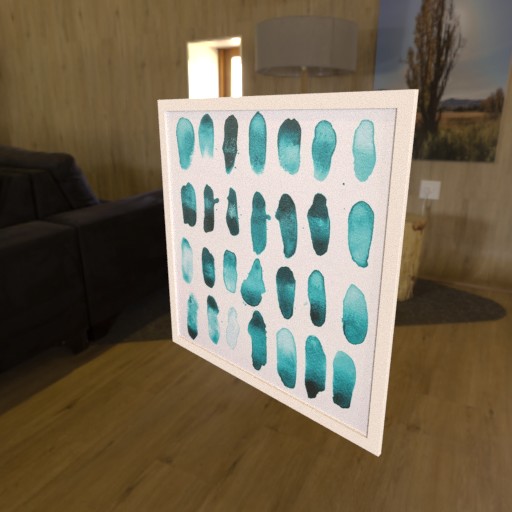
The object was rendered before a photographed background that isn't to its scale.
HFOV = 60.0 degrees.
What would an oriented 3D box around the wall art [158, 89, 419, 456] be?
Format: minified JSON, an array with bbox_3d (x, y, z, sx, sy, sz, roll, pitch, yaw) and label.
[{"bbox_3d":[0.000,0.000,0.822,0.558,0.559,0.009,16,24,41],"label":"wall art"}]
